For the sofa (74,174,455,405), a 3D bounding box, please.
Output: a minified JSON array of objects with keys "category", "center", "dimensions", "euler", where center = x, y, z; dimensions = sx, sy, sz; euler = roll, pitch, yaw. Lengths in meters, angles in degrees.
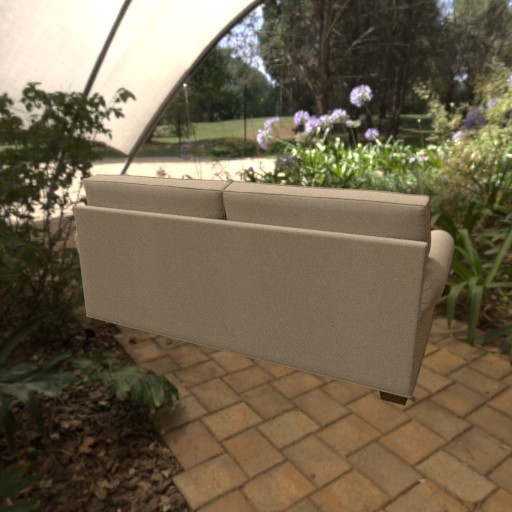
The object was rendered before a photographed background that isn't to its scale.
[{"category":"sofa","center":[0.000,0.000,2.676],"dimensions":[2.146,0.962,0.901],"euler":[8,18,25]}]
